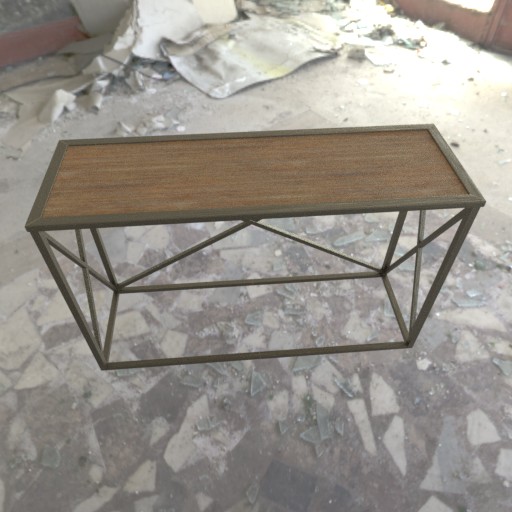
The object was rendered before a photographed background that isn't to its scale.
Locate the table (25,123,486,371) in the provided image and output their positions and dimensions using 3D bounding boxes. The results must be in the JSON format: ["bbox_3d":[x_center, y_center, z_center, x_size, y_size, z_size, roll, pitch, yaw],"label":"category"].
[{"bbox_3d":[0.000,0.000,1.572,1.216,0.753,0.402,-3,47,-3],"label":"table"}]
